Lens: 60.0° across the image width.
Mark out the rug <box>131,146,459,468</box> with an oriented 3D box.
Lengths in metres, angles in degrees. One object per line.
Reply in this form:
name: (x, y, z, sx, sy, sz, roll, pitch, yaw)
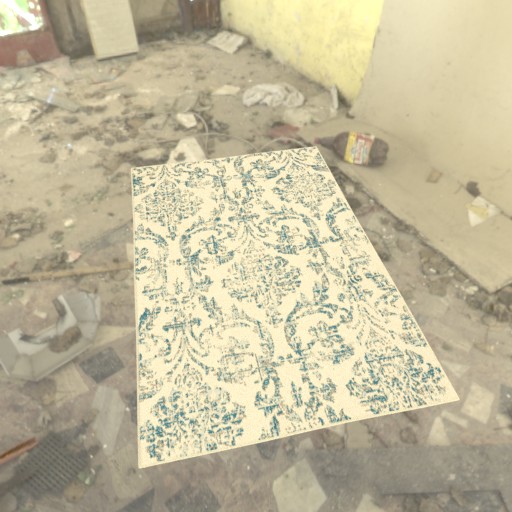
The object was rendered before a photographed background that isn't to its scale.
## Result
rug: (0.000, 0.000, 2.237, 1.213, 0.012, 1.831, -9, 46, -8)
